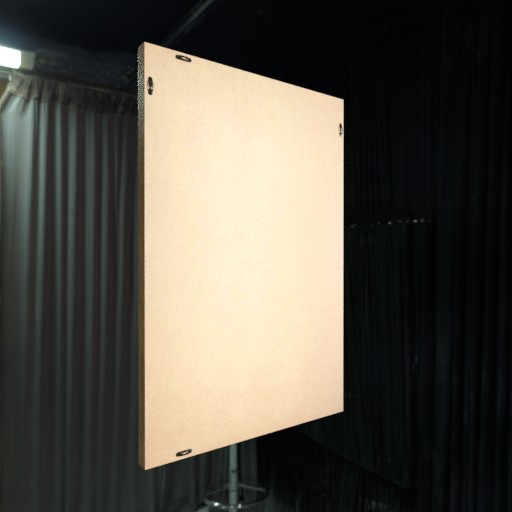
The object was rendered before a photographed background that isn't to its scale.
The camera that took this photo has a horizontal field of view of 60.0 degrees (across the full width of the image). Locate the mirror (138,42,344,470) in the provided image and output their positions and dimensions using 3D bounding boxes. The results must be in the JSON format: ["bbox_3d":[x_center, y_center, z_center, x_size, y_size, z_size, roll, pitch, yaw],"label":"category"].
[{"bbox_3d":[0.000,0.000,1.136,0.609,0.915,0.041,0,0,-36],"label":"mirror"}]
